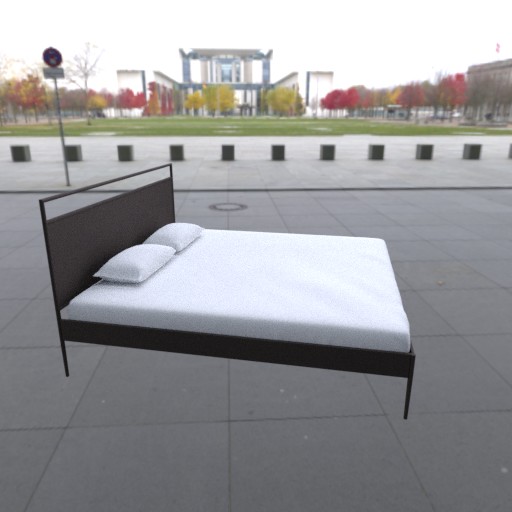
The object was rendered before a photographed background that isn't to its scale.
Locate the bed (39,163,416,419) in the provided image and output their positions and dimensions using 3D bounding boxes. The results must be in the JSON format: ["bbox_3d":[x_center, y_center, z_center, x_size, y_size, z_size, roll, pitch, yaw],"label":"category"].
[{"bbox_3d":[0.000,0.000,3.446,2.151,1.173,1.993,4,18,11],"label":"bed"}]
